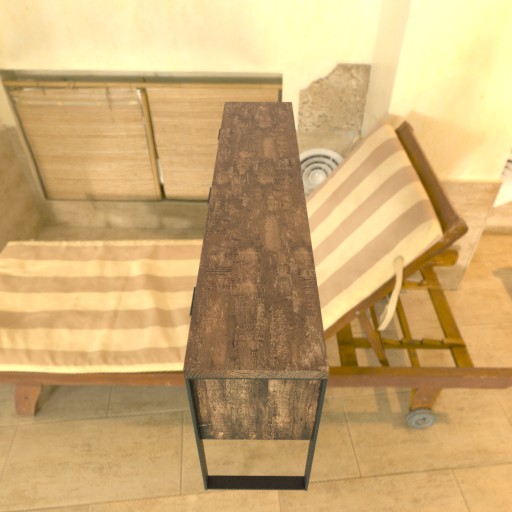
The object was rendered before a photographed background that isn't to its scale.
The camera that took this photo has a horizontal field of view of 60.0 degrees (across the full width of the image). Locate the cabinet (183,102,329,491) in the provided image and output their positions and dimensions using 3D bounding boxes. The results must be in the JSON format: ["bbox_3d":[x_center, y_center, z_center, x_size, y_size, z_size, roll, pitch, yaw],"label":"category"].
[{"bbox_3d":[0.000,0.000,2.083,0.395,0.762,1.800,0,41,0],"label":"cabinet"}]
